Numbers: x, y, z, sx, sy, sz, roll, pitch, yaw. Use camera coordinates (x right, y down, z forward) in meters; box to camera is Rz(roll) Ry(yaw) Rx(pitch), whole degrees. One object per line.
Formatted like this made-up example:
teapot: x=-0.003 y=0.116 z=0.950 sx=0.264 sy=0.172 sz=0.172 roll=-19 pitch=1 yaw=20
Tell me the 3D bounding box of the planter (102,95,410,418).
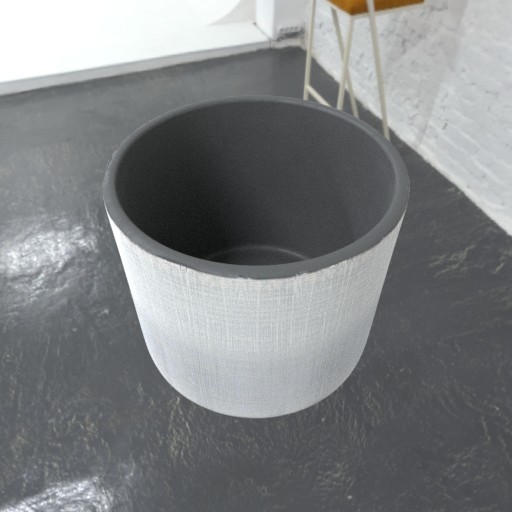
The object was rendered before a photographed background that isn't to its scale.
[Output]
planter: x=0.000 y=0.000 z=0.446 sx=0.254 sy=0.221 sz=0.254 roll=0 pitch=46 yaw=0
